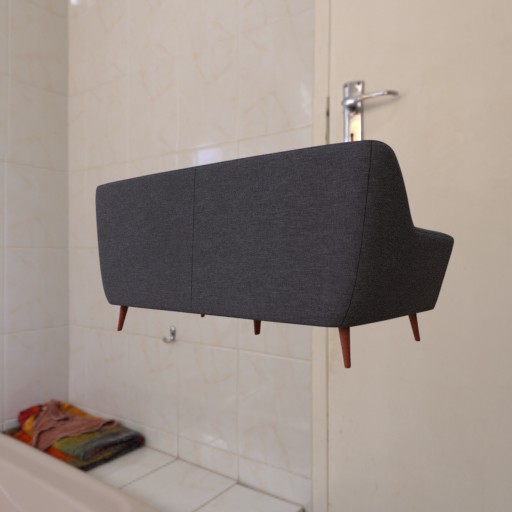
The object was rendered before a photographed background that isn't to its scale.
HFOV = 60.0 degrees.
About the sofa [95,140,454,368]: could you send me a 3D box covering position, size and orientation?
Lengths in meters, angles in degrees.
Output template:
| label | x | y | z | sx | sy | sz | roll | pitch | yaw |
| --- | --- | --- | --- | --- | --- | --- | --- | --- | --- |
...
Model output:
| label | x | y | z | sx | sy | sz | roll | pitch | yaw |
| --- | --- | --- | --- | --- | --- | --- | --- | --- | --- |
| sofa | 0.000 | 0.000 | 2.522 | 1.929 | 0.896 | 0.975 | 0 | 0 | 37 |
